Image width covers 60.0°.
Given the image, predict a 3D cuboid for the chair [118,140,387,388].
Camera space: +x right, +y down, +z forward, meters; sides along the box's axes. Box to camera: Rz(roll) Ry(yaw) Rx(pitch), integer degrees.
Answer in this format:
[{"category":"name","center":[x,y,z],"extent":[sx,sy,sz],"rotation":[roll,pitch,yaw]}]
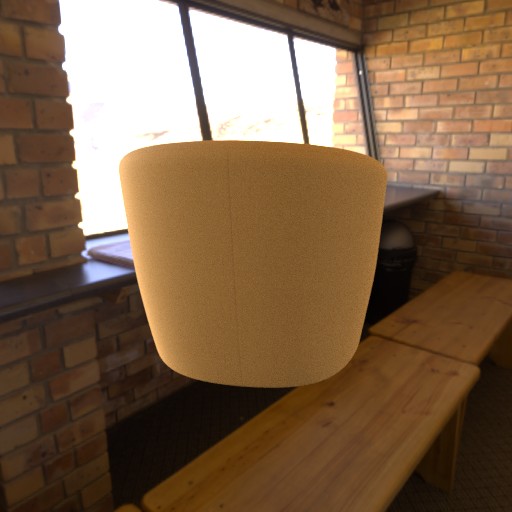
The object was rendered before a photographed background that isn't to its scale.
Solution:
[{"category":"chair","center":[0.000,0.000,1.369],"extent":[0.773,0.698,0.767],"rotation":[2,15,8]}]
